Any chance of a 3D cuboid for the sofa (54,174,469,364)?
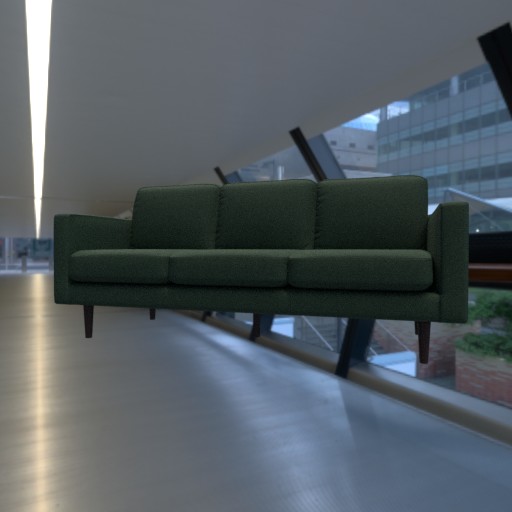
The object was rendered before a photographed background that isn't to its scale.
[{"bbox_3d":[0.000,0.000,2.439,2.029,0.899,0.879,0,1,18],"label":"sofa"}]
